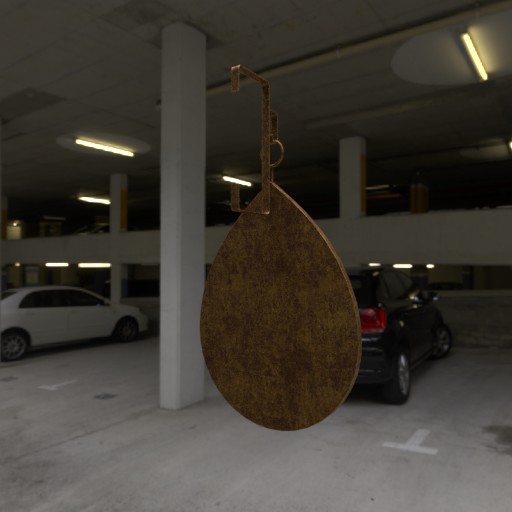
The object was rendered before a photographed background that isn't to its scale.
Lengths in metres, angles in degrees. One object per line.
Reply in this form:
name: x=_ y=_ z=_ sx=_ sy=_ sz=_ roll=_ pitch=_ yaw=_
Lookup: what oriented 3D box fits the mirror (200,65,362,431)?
mirror: x=0.000 y=0.000 z=0.918 sx=0.405 sy=0.744 sz=0.144 roll=-1 pitch=-1 yaw=35
